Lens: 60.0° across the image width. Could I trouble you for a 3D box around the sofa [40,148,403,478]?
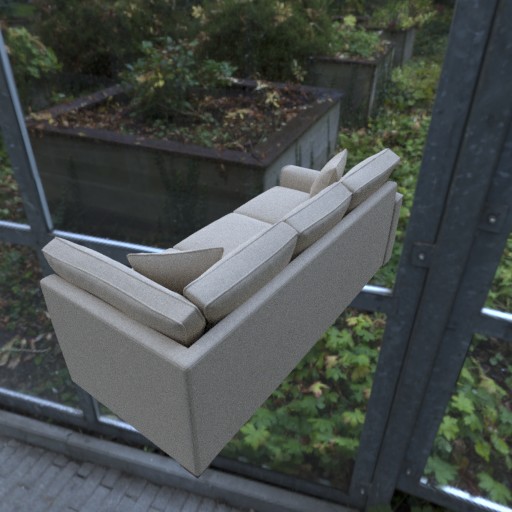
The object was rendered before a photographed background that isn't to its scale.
[{"bbox_3d":[0.000,0.000,2.842,1.061,0.962,2.317,21,38,30],"label":"sofa"}]
